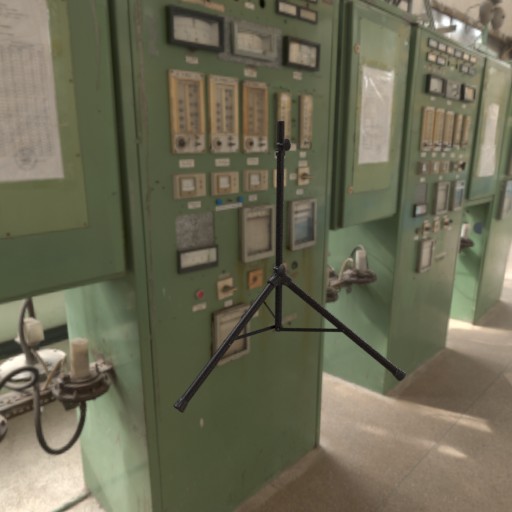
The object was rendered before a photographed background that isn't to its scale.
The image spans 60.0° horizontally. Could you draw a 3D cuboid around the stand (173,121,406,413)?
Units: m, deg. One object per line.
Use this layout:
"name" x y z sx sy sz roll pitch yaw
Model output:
"stand" 0.000 0.000 1.929 0.907 1.136 1.045 -13 19 -43
